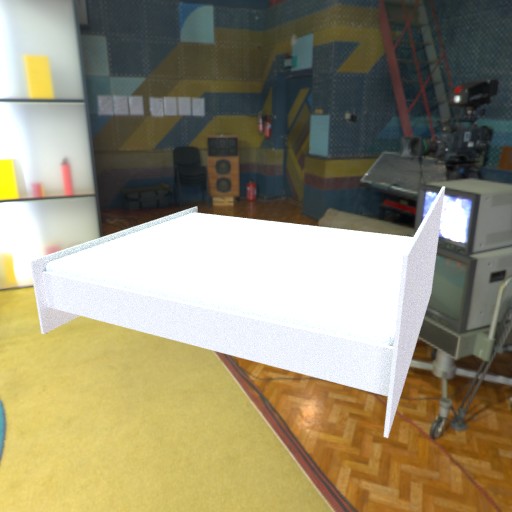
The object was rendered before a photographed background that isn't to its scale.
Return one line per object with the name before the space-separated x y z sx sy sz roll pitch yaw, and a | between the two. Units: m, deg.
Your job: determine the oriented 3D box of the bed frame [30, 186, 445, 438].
bed frame | 0.000 0.000 2.875 2.060 0.800 1.720 9 20 25
